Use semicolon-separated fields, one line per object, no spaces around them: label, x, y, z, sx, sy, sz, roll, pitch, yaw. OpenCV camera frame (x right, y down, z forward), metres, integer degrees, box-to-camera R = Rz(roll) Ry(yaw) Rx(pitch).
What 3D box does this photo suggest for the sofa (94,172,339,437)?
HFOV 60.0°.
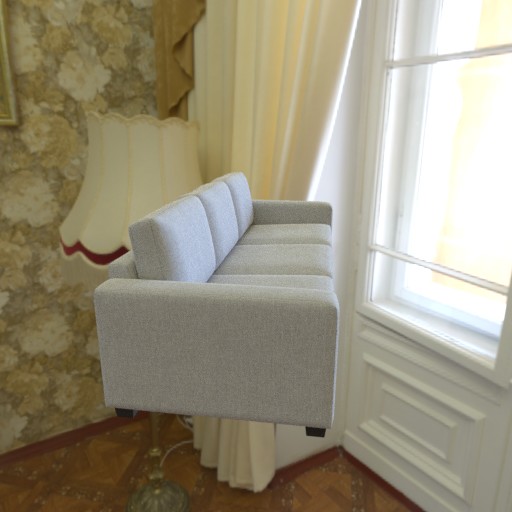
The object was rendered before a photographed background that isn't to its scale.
sofa;0.000;0.000;2.582;0.900;0.800;2.120;2;16;8
